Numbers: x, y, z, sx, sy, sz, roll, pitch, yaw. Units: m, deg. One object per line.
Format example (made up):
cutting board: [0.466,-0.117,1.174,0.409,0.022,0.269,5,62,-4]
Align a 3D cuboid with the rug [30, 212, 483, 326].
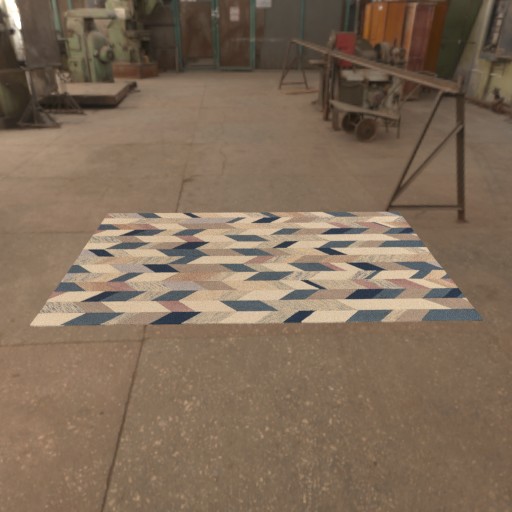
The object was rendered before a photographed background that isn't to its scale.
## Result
rug: [0.000,0.000,3.024,2.423,0.008,1.513,0,28,-1]
